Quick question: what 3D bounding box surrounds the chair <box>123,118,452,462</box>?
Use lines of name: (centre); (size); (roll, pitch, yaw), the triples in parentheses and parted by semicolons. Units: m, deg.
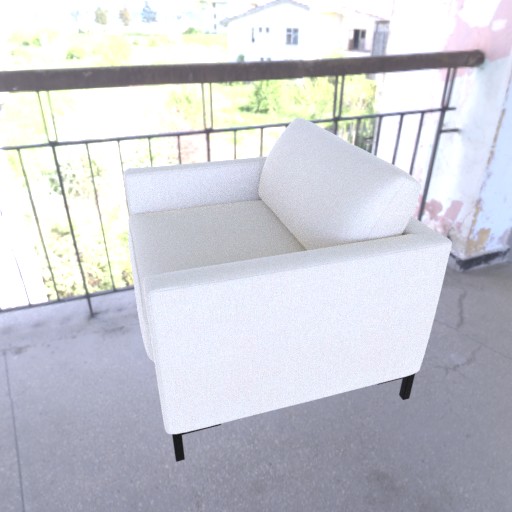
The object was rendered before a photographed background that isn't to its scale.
chair: (0.000, 0.000, 1.611); (0.875, 0.806, 0.964); (-9, 30, -15)
